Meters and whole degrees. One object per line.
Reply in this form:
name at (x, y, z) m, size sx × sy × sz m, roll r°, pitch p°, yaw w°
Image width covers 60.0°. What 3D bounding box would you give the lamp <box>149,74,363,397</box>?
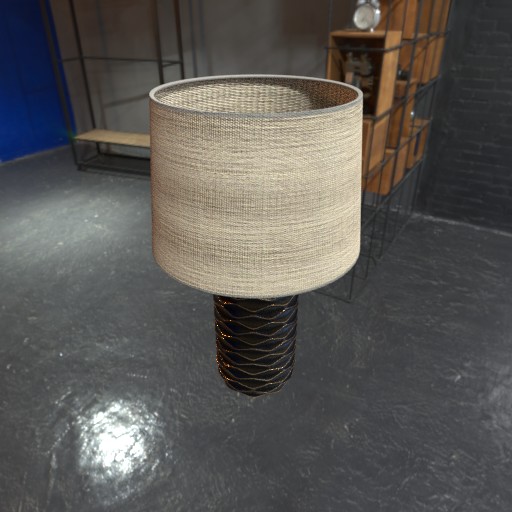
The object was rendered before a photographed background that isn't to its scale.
lamp at (0.000, 0.000, 0.836) m, size 0.376 × 0.594 × 0.376 m, roll 0°, pitch 30°, yaw 0°
